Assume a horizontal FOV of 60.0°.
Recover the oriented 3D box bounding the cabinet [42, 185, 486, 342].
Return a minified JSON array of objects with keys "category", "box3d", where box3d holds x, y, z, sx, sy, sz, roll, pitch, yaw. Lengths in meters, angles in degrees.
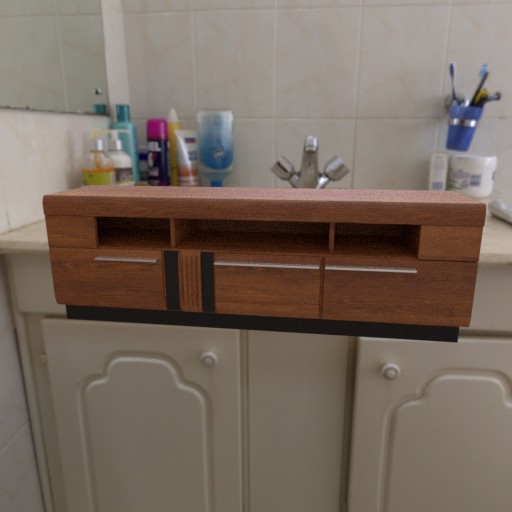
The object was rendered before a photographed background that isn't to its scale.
[{"category":"cabinet","box3d":[0.000,0.000,1.816,1.600,0.510,0.419,2,15,8]}]
